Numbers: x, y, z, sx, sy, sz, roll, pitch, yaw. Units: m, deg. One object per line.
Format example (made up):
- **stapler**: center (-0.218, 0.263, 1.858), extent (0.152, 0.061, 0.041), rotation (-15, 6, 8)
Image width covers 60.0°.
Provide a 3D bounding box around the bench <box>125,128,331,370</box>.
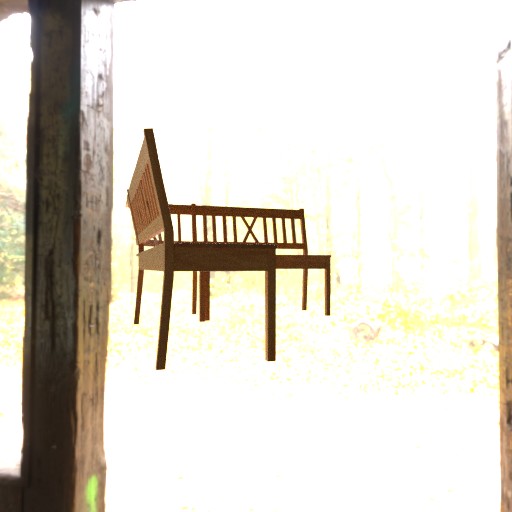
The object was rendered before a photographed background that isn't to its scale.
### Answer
- **bench**: center (0.000, 0.000, 2.797), extent (1.537, 0.902, 1.937), rotation (0, -1, -19)
